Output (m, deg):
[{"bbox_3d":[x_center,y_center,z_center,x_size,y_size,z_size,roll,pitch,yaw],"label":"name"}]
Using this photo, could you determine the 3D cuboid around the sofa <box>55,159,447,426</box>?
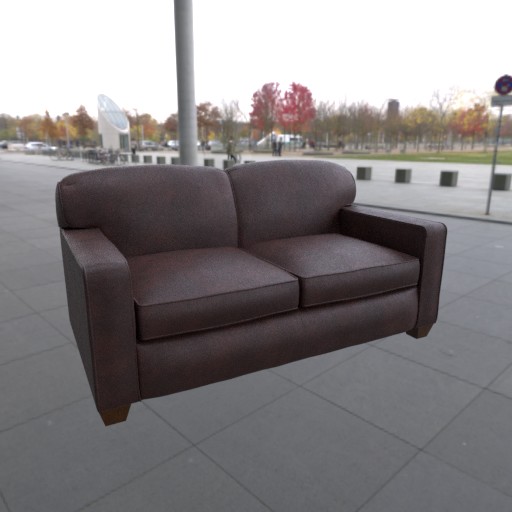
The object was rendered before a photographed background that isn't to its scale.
[{"bbox_3d":[0.000,0.000,2.374,1.856,0.966,1.000,-8,16,-27],"label":"sofa"}]
